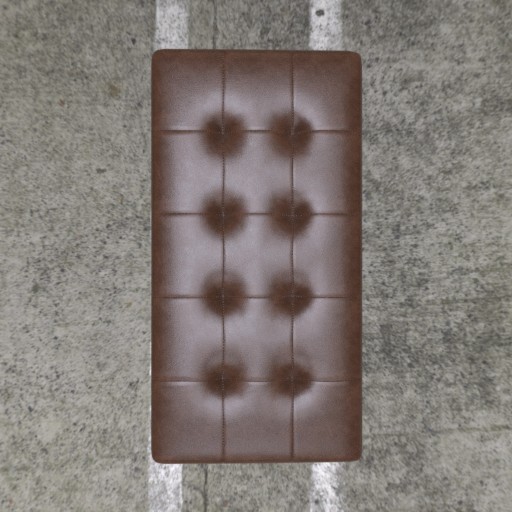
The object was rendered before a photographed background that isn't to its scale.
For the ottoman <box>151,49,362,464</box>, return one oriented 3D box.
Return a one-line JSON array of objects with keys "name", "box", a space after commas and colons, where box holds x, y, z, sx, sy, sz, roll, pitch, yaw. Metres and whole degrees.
[{"name": "ottoman", "box": [0.000, 0.000, 1.095, 0.432, 0.470, 0.838, 0, 90, -1]}]
